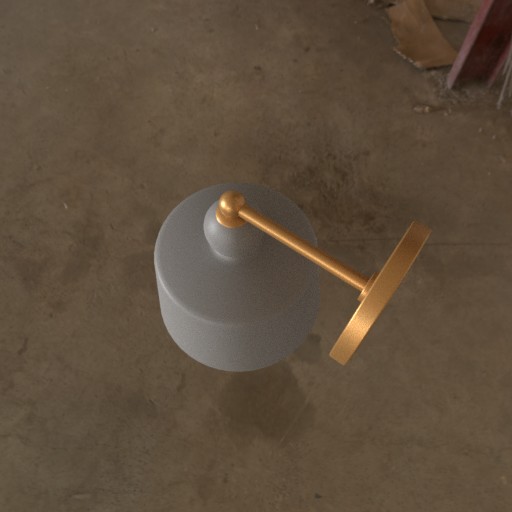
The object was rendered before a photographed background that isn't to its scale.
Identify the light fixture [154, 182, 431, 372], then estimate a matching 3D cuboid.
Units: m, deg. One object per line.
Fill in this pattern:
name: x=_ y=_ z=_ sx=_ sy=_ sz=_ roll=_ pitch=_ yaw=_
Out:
light fixture: x=0.000 y=0.000 z=0.445 sx=0.254 sy=0.268 sz=0.204 roll=33 pitch=68 yaw=15
